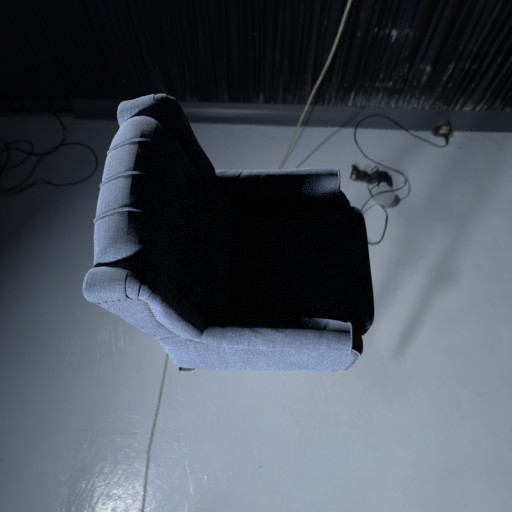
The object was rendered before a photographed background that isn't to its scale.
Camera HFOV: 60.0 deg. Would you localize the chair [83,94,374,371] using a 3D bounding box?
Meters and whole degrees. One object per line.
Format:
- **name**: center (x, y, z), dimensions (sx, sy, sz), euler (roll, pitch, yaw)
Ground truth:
- **chair**: center (0.000, 0.000, 1.672), dimensions (0.898, 1.035, 0.742), euler (1, 64, 0)
